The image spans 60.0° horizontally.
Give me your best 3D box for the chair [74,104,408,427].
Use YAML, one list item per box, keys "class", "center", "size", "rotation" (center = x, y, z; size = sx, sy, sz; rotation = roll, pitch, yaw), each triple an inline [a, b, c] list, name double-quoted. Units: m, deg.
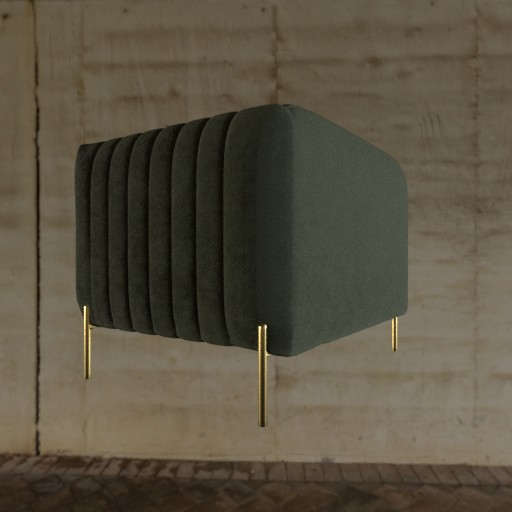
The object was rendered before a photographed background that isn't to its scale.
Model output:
- class: "chair"
  center: [0.000, 0.000, 1.655]
  size: [0.877, 0.794, 1.032]
  rotation: [0, 0, 35]
